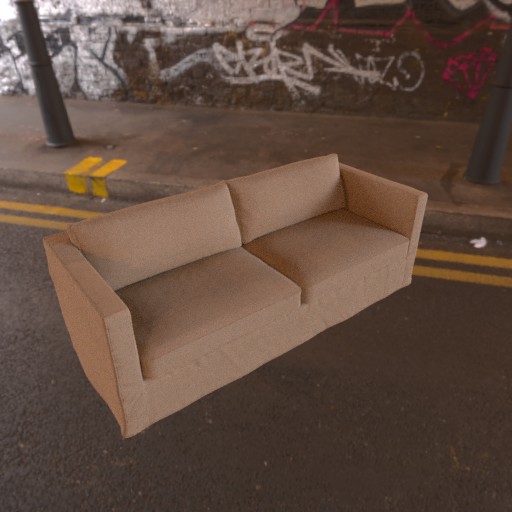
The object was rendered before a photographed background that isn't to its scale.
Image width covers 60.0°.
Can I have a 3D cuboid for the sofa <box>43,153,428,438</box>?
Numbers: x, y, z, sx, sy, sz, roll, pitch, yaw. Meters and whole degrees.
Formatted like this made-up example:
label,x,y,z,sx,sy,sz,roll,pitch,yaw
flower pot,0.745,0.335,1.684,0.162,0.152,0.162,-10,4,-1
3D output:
label,x,y,z,sx,sy,sz,roll,pitch,yaw
sofa,0.000,0.000,2.845,2.296,0.847,0.956,-21,36,-32
